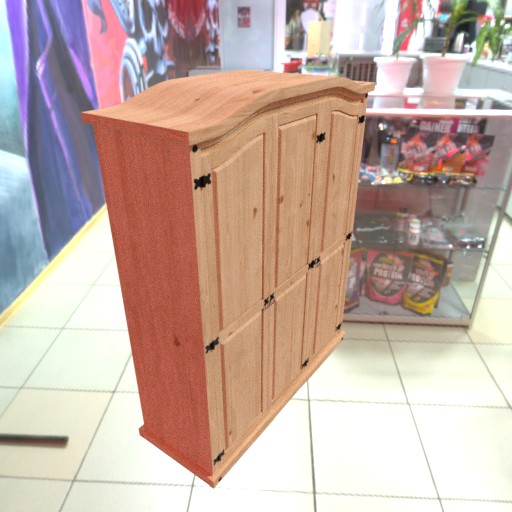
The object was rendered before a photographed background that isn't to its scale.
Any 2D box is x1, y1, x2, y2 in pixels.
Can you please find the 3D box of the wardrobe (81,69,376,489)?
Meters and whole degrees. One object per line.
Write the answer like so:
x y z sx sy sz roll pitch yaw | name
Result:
0.000 0.000 2.494 0.570 1.870 1.500 19 34 31 | wardrobe
